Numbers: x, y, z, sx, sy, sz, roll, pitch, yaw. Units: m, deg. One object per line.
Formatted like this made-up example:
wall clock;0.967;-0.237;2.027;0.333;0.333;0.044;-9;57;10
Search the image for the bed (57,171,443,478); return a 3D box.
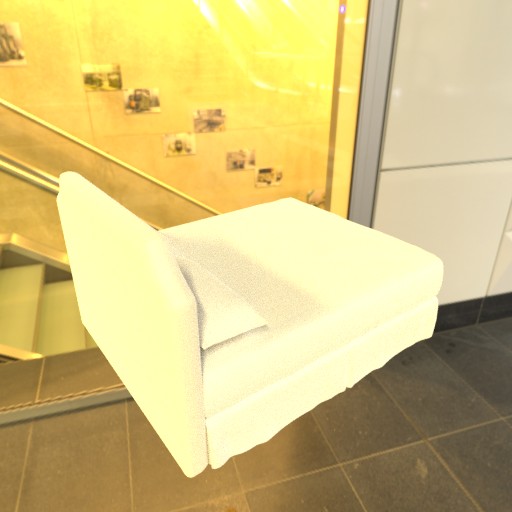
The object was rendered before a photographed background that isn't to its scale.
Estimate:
bed;0.000;0.000;3.766;2.548;1.524;2.134;-18;32;-32
